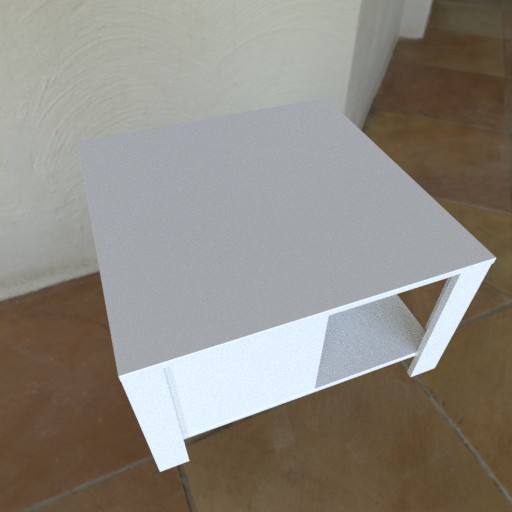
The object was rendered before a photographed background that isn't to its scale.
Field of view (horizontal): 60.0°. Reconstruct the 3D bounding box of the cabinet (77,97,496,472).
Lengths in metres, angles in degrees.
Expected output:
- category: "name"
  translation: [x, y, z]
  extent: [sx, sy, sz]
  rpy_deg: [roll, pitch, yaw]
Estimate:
- category: "cabinet"
  translation: [0.000, 0.000, 1.276]
  extent: [0.800, 0.460, 0.800]
  rpy_deg: [-15, 47, -14]
